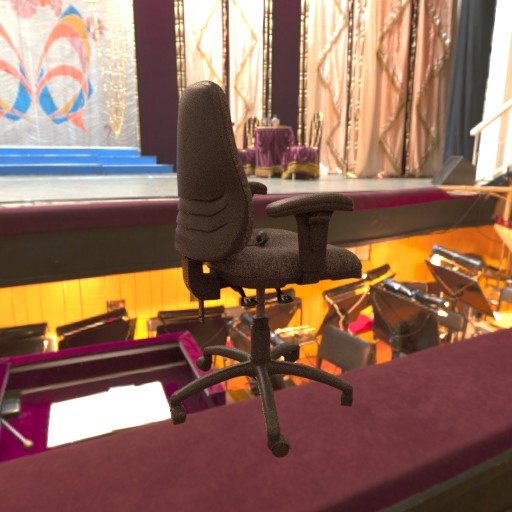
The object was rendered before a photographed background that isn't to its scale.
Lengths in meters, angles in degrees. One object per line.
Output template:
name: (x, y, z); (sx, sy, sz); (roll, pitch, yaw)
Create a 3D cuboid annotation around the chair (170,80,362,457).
chair: (0.000, 0.000, 1.256); (0.530, 0.910, 0.550); (-6, 15, -24)
